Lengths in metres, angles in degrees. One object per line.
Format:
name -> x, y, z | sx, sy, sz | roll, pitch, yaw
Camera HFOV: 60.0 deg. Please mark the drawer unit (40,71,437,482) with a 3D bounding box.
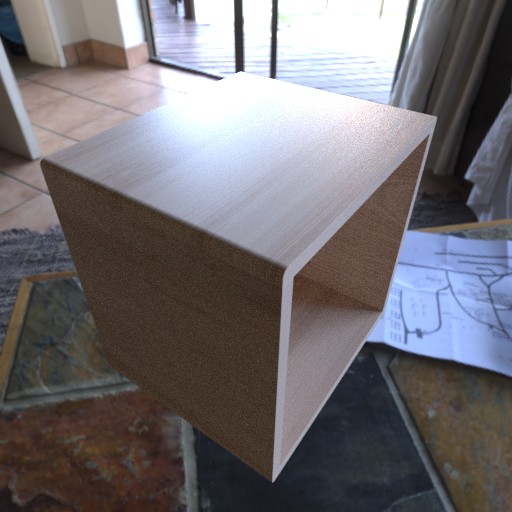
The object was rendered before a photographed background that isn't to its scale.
drawer unit -> 0.000, 0.000, 0.596 | 0.290, 0.344, 0.344 | 24, 46, 26
